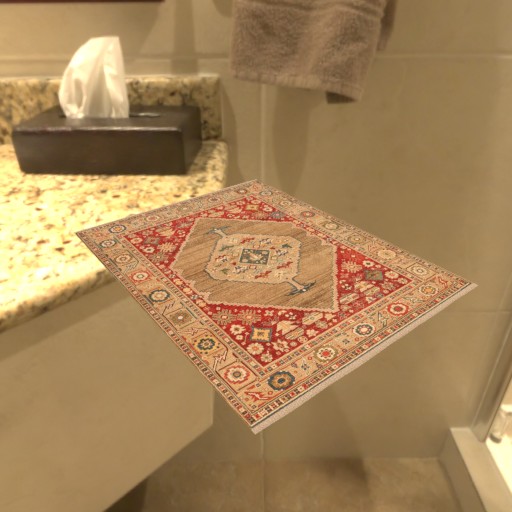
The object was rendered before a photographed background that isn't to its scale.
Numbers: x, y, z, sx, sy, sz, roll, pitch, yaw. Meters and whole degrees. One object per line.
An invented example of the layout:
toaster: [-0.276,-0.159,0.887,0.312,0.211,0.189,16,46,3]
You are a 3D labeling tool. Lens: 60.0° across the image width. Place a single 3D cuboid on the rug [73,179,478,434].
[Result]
rug: [0.000,0.000,4.259,2.451,0.008,3.143,-22,38,-32]
